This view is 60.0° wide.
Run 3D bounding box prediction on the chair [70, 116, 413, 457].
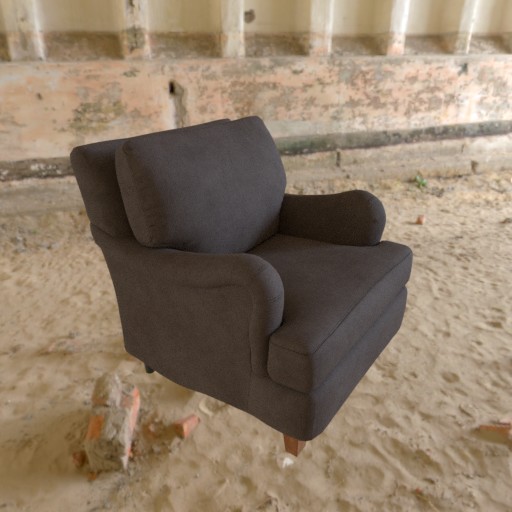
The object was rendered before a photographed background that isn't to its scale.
[{"bbox_3d":[0.000,0.000,1.827,1.070,0.997,0.955,17,30,32],"label":"chair"}]
